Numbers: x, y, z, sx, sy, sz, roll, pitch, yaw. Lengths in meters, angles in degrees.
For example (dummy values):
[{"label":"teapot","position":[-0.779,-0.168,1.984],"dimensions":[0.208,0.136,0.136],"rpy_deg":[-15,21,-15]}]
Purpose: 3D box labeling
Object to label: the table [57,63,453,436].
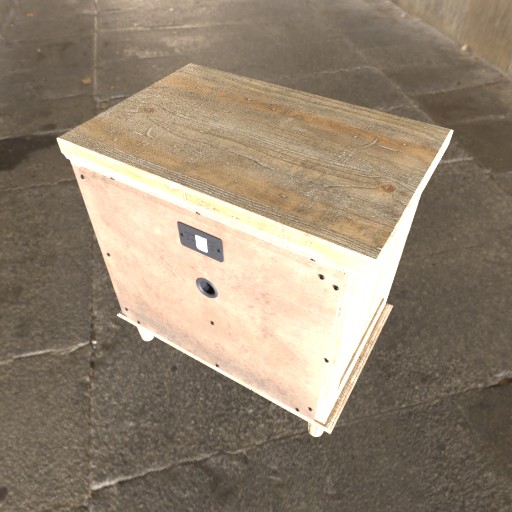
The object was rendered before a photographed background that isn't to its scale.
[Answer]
[{"label":"table","position":[0.000,0.000,1.156],"dimensions":[0.686,0.711,0.457],"rpy_deg":[23,49,21]}]
